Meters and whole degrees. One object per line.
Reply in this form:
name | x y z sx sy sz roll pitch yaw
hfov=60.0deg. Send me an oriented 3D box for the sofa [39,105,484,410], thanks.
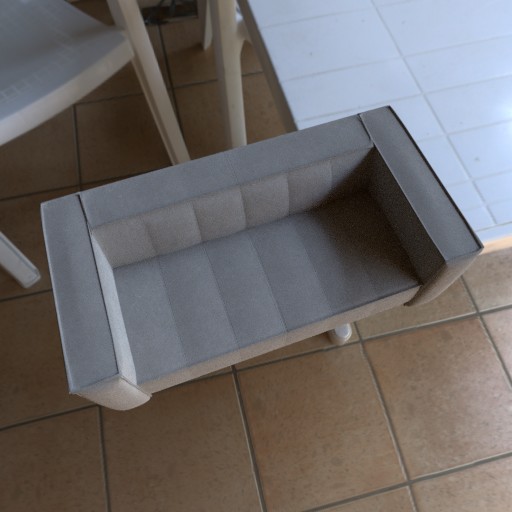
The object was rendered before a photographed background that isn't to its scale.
sofa | 0.000 0.000 2.443 1.995 0.680 1.038 -18 66 -8
